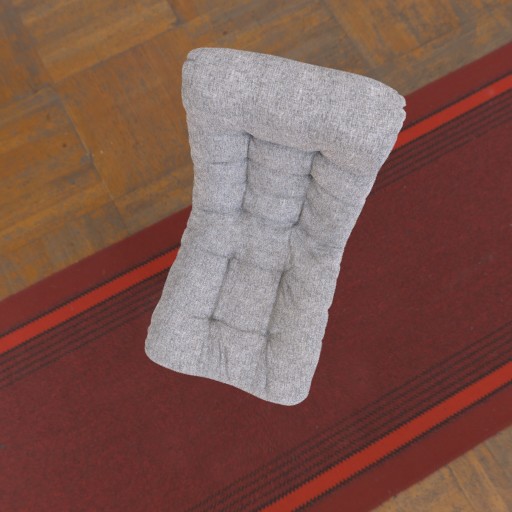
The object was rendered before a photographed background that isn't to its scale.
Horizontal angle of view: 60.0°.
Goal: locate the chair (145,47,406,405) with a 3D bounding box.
[{"bbox_3d":[0.000,0.000,0.965,0.400,0.600,0.583,16,76,4],"label":"chair"}]
